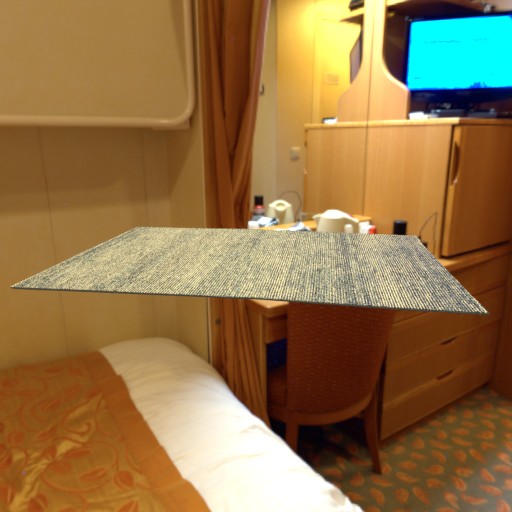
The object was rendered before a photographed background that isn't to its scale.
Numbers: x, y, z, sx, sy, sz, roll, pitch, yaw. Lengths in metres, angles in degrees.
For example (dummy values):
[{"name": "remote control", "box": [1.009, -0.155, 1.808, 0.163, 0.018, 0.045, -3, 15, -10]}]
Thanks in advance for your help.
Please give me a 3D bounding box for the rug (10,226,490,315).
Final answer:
[{"name": "rug", "box": [0.000, 0.000, 2.908, 2.349, 0.030, 1.624, 2, 15, 9]}]
